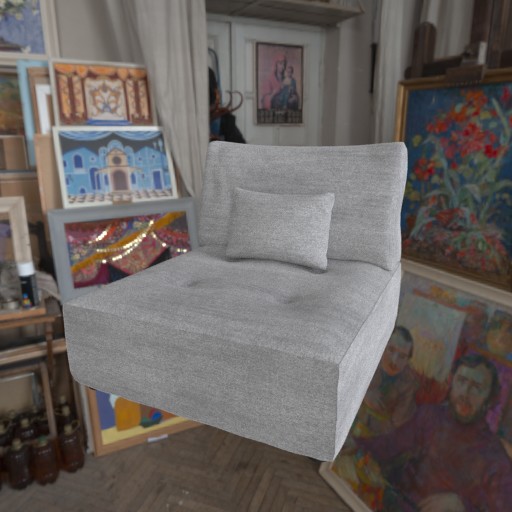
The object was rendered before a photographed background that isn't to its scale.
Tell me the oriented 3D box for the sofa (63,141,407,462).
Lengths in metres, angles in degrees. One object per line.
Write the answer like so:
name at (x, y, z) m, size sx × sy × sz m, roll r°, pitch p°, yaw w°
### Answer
sofa at (0.000, 0.000, 1.658) m, size 0.930 × 0.820 × 1.000 m, roll 7°, pitch 17°, yaw 25°
